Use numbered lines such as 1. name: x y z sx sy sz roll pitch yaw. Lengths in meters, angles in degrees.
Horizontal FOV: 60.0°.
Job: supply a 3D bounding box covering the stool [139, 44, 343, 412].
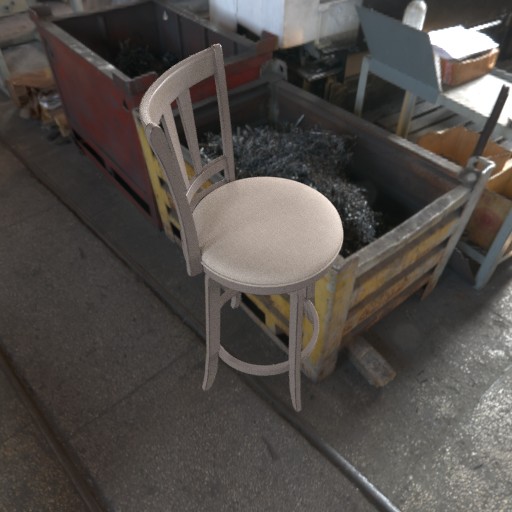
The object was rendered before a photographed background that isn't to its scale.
1. stool: 0.000 0.000 1.300 0.475 1.023 0.436 10 46 9
